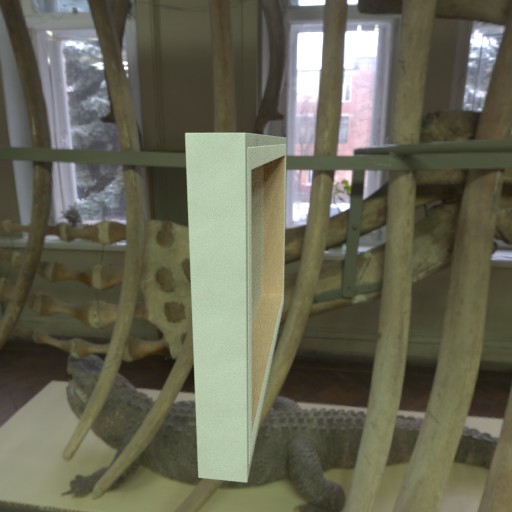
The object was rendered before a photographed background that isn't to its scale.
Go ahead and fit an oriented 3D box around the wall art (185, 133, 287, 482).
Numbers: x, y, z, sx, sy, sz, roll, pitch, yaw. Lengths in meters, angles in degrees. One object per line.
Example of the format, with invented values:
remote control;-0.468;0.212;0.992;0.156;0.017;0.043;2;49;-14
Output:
wall art;0.000;0.000;0.487;0.038;0.254;0.381;2;15;7
